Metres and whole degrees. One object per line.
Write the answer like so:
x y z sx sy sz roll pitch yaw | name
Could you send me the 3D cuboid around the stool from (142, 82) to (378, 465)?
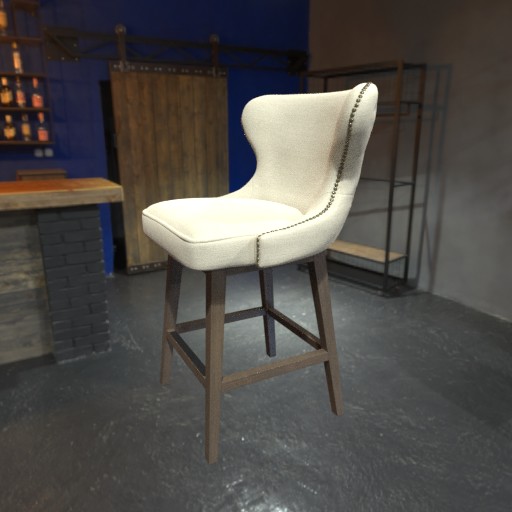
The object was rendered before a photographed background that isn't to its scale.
0.000 0.000 1.355 0.597 0.972 0.615 -9 18 -27 | stool
